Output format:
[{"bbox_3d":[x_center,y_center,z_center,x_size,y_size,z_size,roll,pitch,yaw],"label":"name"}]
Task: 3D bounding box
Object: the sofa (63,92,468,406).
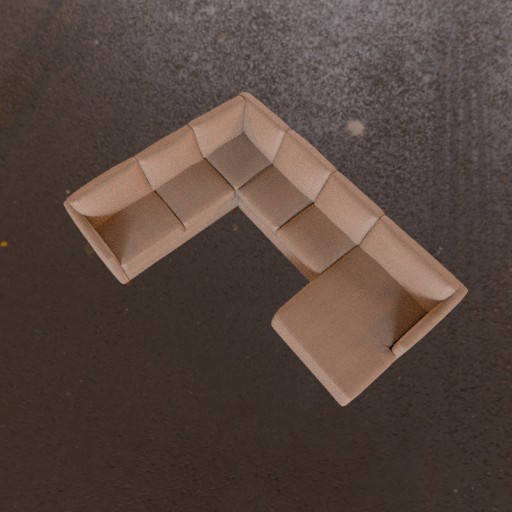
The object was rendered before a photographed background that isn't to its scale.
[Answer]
[{"bbox_3d":[0.000,0.000,4.748,2.594,0.961,3.460,-37,69,-16],"label":"sofa"}]
